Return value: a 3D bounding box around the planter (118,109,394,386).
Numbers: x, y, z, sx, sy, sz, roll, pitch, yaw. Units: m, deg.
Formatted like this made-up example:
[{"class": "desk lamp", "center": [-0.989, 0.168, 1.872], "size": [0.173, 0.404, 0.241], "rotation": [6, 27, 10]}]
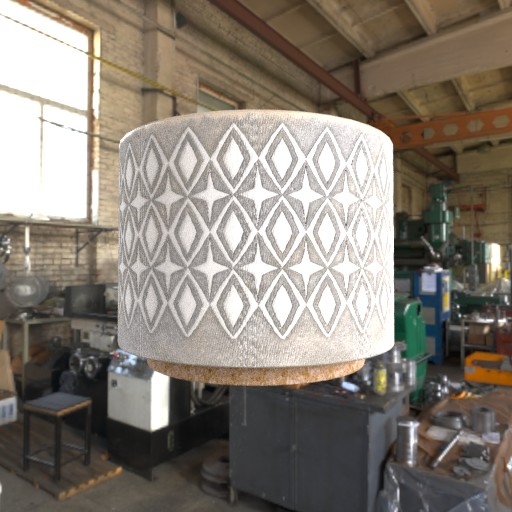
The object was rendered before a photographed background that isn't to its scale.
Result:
[{"class": "planter", "center": [0.000, 0.000, 0.277], "size": [0.164, 0.127, 0.164], "rotation": [0, -1, 0]}]
